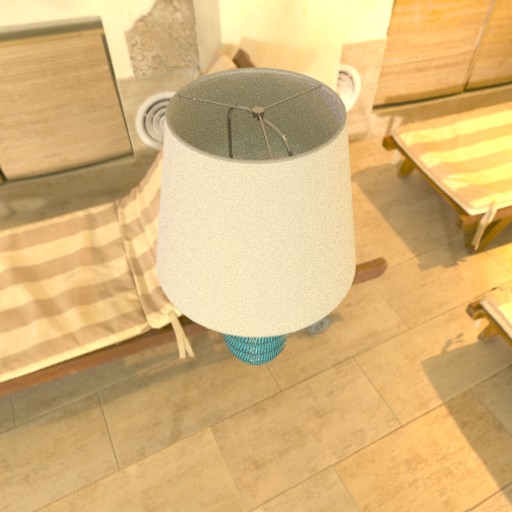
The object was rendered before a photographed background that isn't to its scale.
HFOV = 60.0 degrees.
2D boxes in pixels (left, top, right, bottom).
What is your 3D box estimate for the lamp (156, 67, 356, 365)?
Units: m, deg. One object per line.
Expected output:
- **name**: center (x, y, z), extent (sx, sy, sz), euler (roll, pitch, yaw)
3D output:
- **lamp**: center (0.000, 0.000, 0.802), extent (0.355, 0.582, 0.355), euler (0, 48, 0)
